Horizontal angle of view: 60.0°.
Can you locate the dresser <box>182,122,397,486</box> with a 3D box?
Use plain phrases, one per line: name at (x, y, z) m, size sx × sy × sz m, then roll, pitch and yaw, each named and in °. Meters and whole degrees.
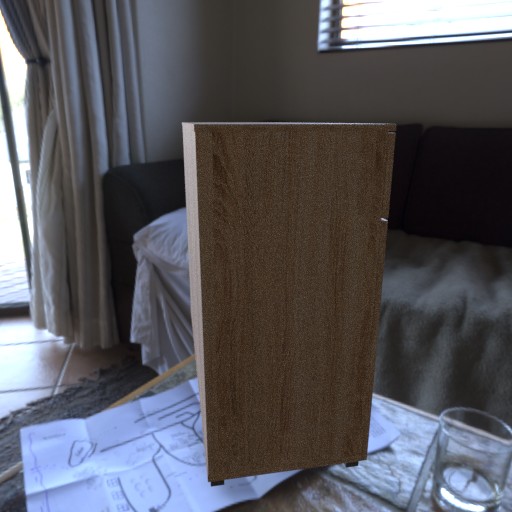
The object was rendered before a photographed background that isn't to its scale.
dresser at (0.000, 0.000, 1.566) m, size 0.450 × 0.900 × 1.100 m, roll -3°, pitch 17°, yaw -10°
